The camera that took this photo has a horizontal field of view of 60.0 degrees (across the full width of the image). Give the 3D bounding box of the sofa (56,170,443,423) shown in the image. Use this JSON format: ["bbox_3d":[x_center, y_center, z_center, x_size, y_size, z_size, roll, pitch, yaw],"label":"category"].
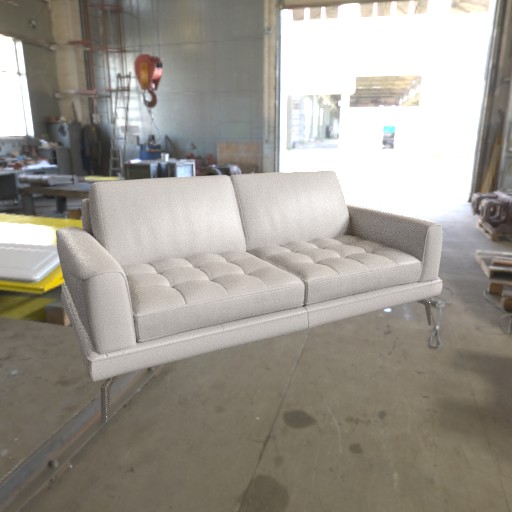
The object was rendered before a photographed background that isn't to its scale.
[{"bbox_3d":[0.000,0.000,2.715,2.177,0.930,1.121,-8,18,-27],"label":"sofa"}]
